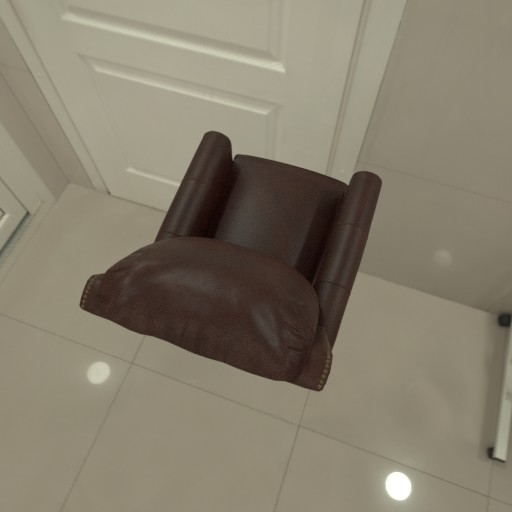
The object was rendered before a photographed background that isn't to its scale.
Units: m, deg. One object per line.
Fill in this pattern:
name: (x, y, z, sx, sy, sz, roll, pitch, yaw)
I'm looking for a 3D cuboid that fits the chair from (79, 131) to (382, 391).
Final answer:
chair: (0.000, 0.000, 1.823, 0.826, 1.022, 1.089, 18, 64, 9)
